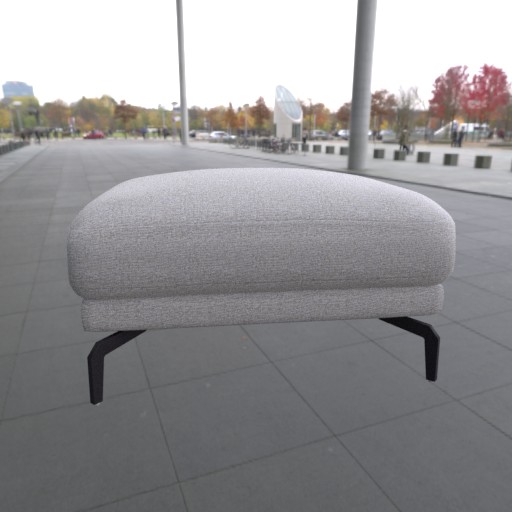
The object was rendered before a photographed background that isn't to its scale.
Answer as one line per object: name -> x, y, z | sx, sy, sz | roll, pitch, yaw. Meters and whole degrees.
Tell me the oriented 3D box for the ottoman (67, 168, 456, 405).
ottoman -> 0.000, 0.000, 1.101 | 0.772, 0.420, 0.568 | -2, 16, -7
